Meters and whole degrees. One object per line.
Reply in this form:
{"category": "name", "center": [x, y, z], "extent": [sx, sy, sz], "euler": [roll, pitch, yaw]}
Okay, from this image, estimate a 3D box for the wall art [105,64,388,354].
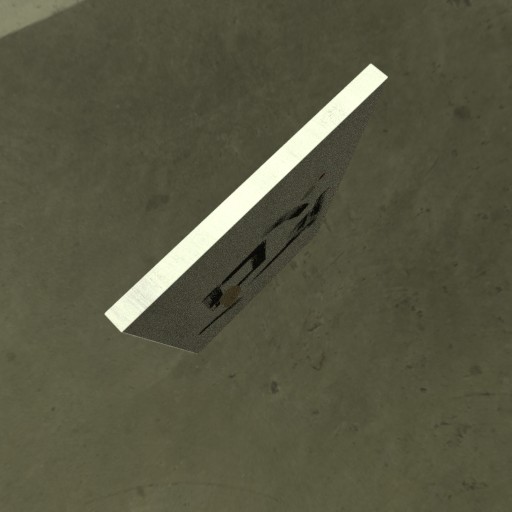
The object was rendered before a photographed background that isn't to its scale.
{"category": "wall art", "center": [0.000, 0.000, 1.172], "extent": [0.043, 0.914, 0.624], "euler": [43, 80, 10]}
